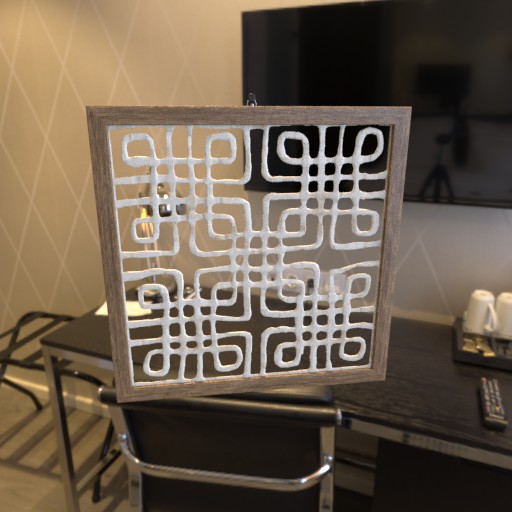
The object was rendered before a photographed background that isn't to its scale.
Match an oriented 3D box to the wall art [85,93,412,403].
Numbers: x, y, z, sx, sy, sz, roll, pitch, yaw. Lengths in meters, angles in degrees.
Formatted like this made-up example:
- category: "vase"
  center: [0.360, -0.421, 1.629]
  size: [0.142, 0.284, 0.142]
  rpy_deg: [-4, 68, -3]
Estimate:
- category: "wall art"
  center: [0.000, 0.000, 0.843]
  size: [0.561, 0.582, 0.021]
  rpy_deg: [-2, 17, -8]
